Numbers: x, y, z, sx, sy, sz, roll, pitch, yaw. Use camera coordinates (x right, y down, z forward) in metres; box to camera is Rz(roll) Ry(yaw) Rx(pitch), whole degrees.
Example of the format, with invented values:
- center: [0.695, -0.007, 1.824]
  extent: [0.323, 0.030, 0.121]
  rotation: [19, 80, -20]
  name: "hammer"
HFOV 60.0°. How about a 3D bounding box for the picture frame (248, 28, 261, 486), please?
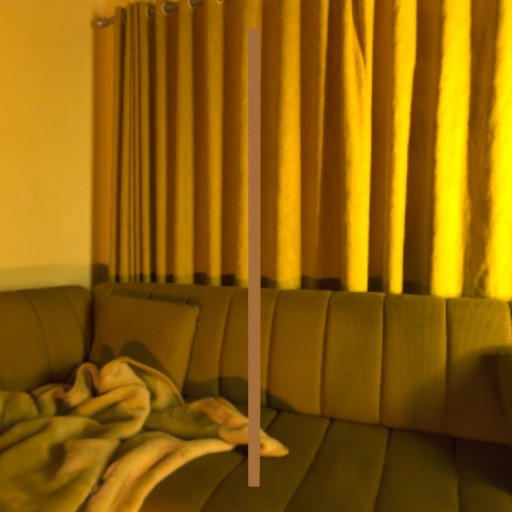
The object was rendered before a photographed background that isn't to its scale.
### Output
- center: [0.000, 0.000, 0.606]
  extent: [0.011, 0.459, 0.326]
  rotation: [0, 2, 1]
  name: "picture frame"
